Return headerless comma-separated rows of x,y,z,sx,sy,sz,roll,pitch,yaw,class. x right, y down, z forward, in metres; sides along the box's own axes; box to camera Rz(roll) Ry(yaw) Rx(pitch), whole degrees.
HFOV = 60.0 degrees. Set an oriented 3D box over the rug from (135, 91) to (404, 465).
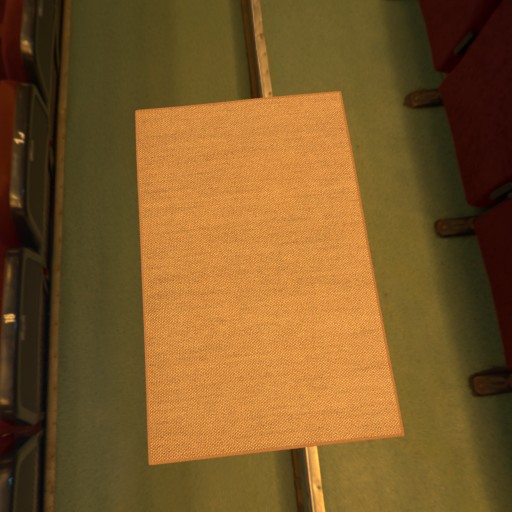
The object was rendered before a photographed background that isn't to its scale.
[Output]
0.000,0.000,2.042,1.061,0.012,1.668,-6,74,-2,rug
